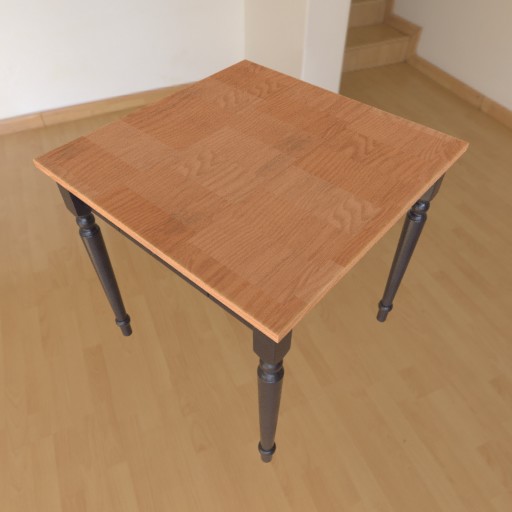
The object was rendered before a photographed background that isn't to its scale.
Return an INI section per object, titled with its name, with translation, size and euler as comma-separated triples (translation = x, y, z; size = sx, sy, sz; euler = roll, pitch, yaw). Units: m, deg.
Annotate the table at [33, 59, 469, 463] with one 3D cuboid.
[table]
translation = 0.000, 0.000, 1.336
size = 0.747, 0.738, 0.747
euler = 32, 54, 27
